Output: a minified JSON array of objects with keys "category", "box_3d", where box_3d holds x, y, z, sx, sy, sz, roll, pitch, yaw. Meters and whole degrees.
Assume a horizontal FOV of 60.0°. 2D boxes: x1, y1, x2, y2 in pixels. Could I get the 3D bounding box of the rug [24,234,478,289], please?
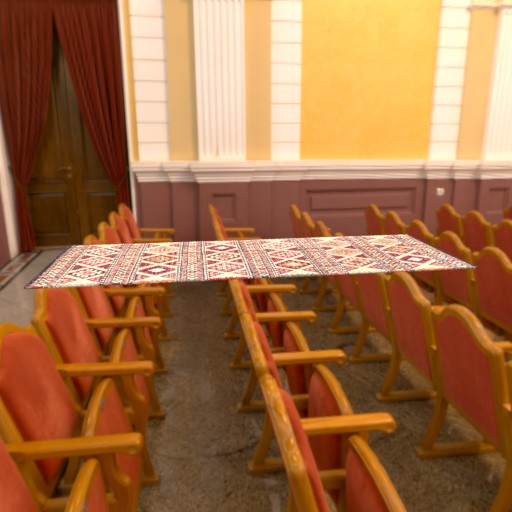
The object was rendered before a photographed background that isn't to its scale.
[{"category":"rug","box_3d":[0.000,0.000,2.664,2.362,0.008,0.832,-2,16,-8]}]
